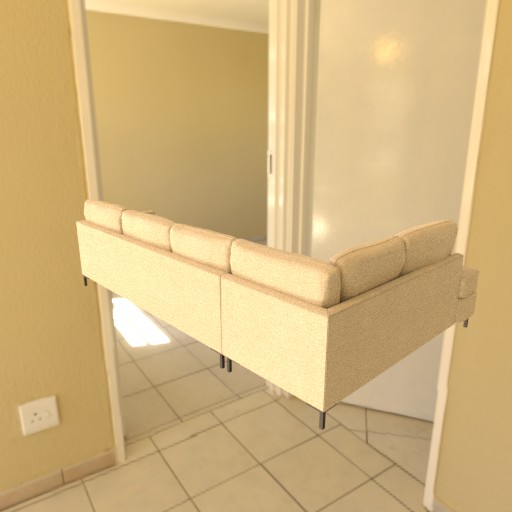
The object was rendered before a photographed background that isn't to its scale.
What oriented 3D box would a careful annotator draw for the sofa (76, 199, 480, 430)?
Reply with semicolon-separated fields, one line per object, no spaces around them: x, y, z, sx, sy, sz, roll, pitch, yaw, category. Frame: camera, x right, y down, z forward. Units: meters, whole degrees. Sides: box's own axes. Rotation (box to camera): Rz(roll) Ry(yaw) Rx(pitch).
0.000;0.000;4.242;2.048;0.996;3.384;-15;22;-41;sofa
